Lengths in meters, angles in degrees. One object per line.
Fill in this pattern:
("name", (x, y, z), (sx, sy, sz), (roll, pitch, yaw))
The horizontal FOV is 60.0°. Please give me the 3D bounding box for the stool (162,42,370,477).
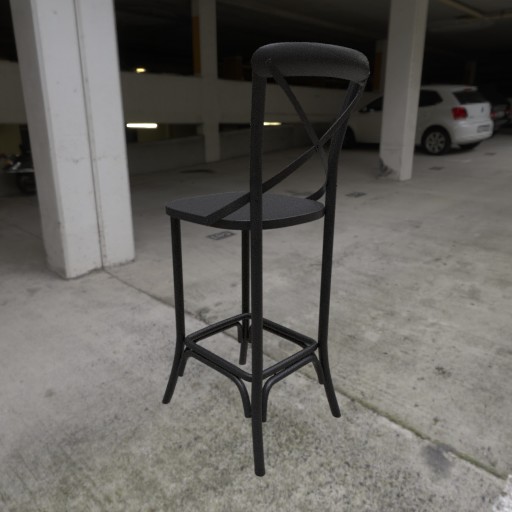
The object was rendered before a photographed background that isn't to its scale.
("stool", (0.000, 0.000, 1.421), (0.457, 1.168, 0.584), (-16, 23, -42))
